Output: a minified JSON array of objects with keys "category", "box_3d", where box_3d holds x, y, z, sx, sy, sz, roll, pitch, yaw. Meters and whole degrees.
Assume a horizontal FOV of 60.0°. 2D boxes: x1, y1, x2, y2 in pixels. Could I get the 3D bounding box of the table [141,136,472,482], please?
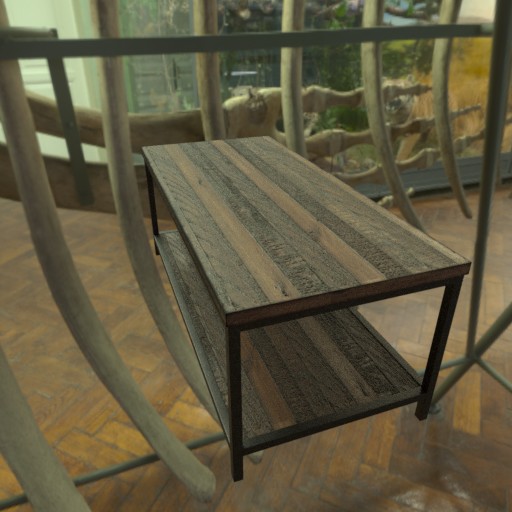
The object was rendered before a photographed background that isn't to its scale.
[{"category":"table","box_3d":[0.000,0.000,1.218,0.452,0.399,0.990,-10,30,-17]}]
